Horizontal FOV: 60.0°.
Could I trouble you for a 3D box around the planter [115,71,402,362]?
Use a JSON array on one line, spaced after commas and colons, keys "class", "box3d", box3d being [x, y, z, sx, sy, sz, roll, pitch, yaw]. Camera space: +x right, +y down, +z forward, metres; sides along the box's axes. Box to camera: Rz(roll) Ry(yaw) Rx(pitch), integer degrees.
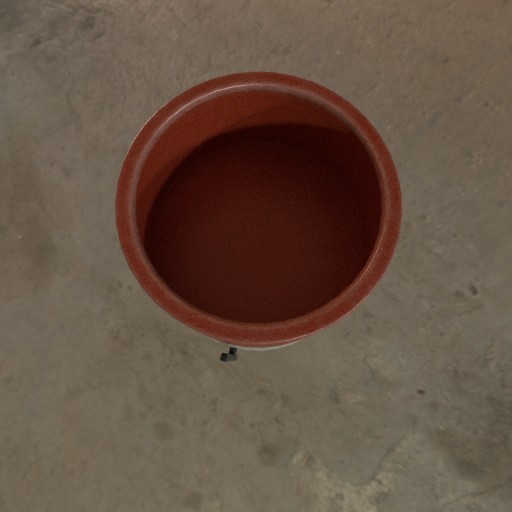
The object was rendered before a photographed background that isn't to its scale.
[{"class": "planter", "box3d": [0.000, 0.000, 0.527, 0.235, 0.354, 0.251, 15, 78, 3]}]
